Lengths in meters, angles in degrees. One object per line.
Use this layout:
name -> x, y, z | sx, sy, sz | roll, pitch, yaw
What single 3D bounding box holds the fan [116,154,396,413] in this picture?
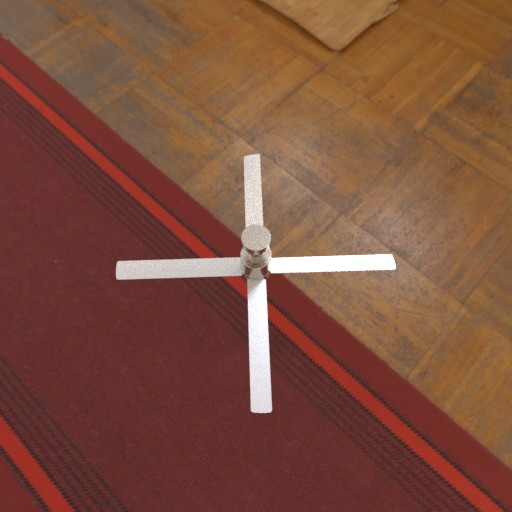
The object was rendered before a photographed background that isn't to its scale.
fan -> 0.000, 0.000, 2.004 | 1.322, 0.355, 1.322 | -2, 64, -1
